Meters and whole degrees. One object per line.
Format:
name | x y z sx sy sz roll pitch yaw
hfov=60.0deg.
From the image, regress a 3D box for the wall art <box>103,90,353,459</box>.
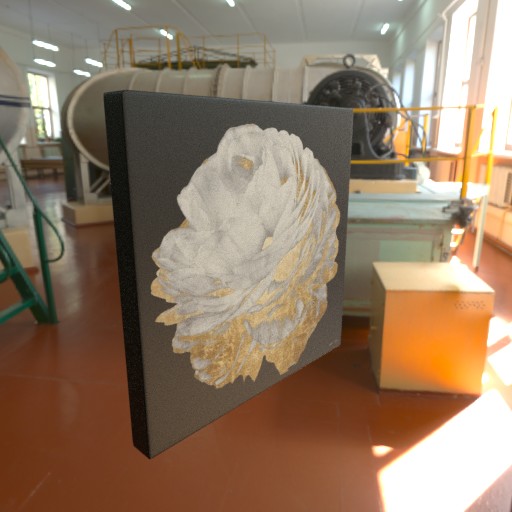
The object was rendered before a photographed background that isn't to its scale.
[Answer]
wall art | 0.000 0.000 0.618 0.041 0.407 0.406 14 20 41
